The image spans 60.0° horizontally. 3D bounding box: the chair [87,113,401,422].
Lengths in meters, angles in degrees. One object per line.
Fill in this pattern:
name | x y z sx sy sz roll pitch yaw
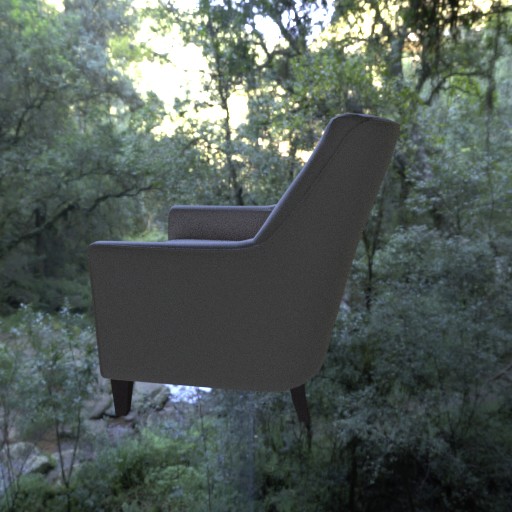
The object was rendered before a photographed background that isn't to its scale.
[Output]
chair | 0.000 0.000 1.548 0.879 0.916 0.756 2 15 9
